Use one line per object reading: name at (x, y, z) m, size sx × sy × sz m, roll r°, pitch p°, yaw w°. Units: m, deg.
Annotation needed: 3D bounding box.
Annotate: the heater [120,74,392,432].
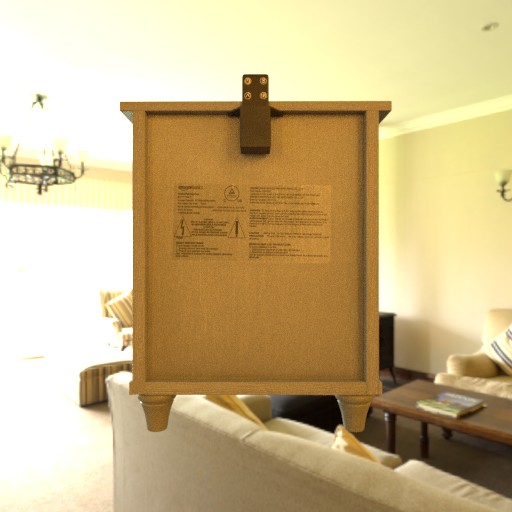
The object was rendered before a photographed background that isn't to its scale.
heater at (0.000, 0.000, 0.767) m, size 0.362 × 0.481 × 0.400 m, roll 0°, pitch 0°, yaw 0°
